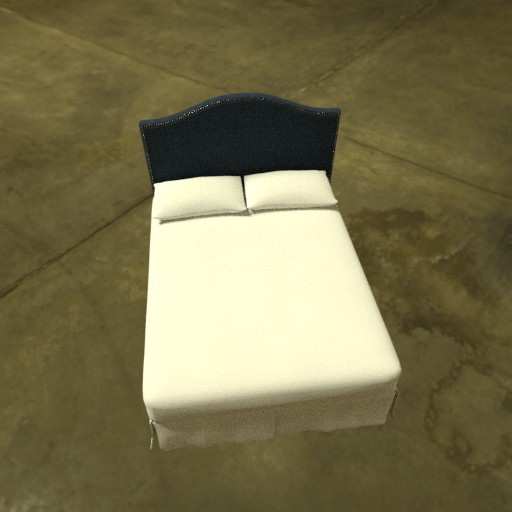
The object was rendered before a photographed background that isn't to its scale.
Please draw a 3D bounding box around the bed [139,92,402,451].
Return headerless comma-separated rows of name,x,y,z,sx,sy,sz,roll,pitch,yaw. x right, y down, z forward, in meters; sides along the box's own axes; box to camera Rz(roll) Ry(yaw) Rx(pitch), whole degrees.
bed,0.000,0.000,3.279,1.713,1.518,2.153,-5,46,-5
